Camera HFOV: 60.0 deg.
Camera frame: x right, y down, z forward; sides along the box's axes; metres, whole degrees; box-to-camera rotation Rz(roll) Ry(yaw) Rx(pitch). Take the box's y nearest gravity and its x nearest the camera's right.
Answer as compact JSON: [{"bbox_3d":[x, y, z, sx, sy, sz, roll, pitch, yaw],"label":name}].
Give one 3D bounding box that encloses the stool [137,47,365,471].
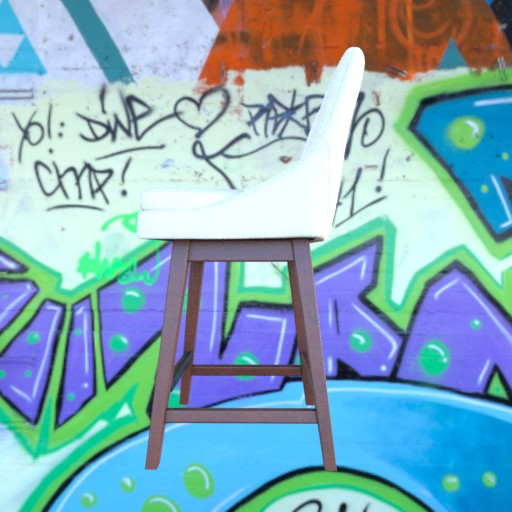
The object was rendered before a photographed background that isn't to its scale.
[{"bbox_3d":[0.000,0.000,1.258,0.559,0.991,0.469,0,1,1],"label":"stool"}]
